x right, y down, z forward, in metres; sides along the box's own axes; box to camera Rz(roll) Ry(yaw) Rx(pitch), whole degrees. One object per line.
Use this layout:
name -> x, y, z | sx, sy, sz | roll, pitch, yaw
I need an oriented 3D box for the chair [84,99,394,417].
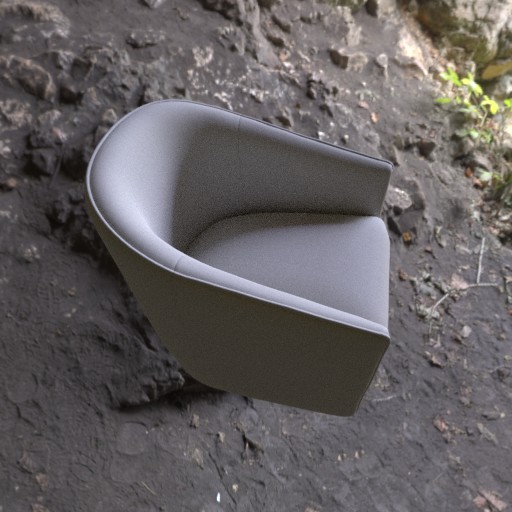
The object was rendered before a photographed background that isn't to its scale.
chair -> 0.000, 0.000, 1.452 | 0.875, 0.799, 0.747 | 9, 49, 8
